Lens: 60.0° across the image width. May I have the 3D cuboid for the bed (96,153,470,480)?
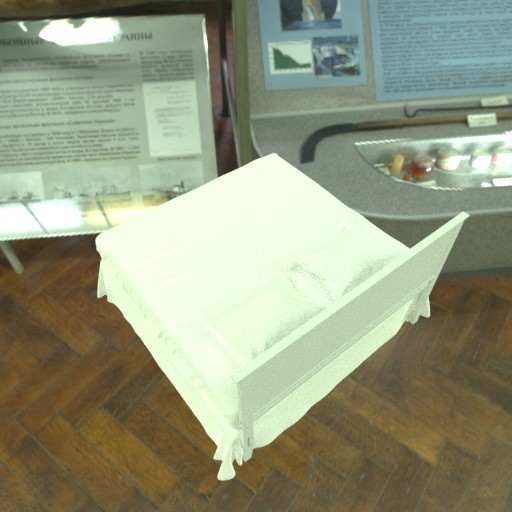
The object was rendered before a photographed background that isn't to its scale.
[{"bbox_3d":[0.000,0.000,3.654,2.317,1.273,2.215,-30,54,-25],"label":"bed"}]
